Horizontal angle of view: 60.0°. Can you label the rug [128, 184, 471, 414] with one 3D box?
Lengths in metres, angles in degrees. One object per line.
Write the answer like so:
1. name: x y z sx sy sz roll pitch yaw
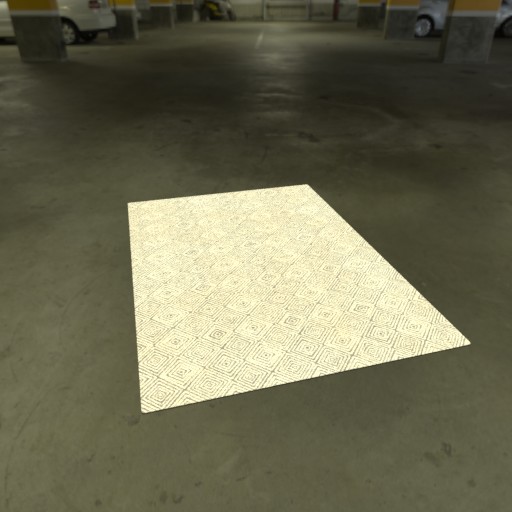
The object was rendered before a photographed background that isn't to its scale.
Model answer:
1. rug: 0.000 0.000 2.938 1.593 0.008 2.238 -8 31 -13
